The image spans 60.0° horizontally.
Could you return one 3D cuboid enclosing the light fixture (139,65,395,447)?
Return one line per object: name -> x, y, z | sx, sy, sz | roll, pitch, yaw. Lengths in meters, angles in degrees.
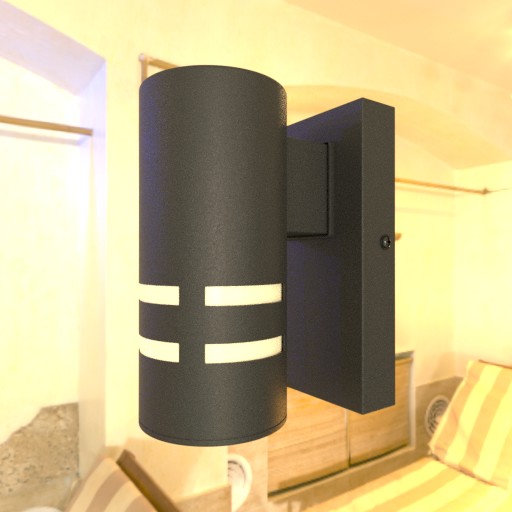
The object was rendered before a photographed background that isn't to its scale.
light fixture -> 0.000, 0.000, 0.262 | 0.138, 0.179, 0.098 | 0, 0, -35
